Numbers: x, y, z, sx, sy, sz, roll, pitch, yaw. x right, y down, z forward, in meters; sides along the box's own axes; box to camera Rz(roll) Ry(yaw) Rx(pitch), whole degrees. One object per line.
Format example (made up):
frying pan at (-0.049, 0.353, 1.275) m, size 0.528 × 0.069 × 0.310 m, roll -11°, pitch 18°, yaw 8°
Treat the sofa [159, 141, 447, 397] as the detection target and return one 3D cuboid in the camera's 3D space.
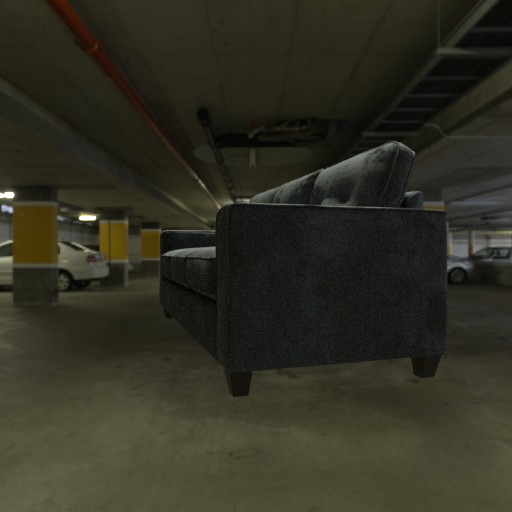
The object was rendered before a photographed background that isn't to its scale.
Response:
sofa at (0.000, 0.000, 2.613) m, size 0.939 × 0.965 × 2.133 m, roll 0°, pitch 0°, yaw -18°
